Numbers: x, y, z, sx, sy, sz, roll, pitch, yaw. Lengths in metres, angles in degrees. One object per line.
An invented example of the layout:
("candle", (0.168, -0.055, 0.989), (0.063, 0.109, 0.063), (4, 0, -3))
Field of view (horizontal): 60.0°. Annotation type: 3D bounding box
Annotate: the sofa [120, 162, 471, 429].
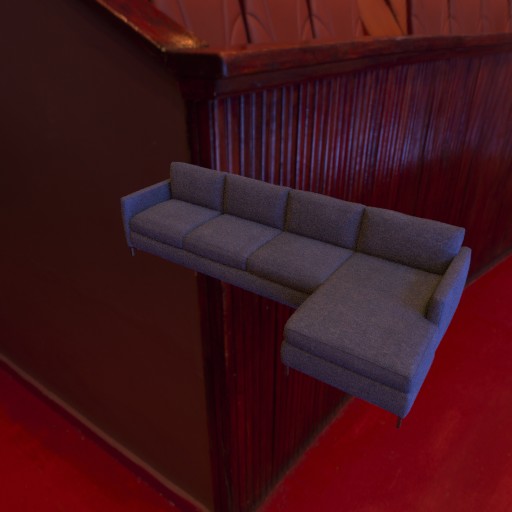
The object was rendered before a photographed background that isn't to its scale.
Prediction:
("sofa", (0.000, 0.000, 3.517), (2.932, 0.810, 1.350), (18, 34, 30))
